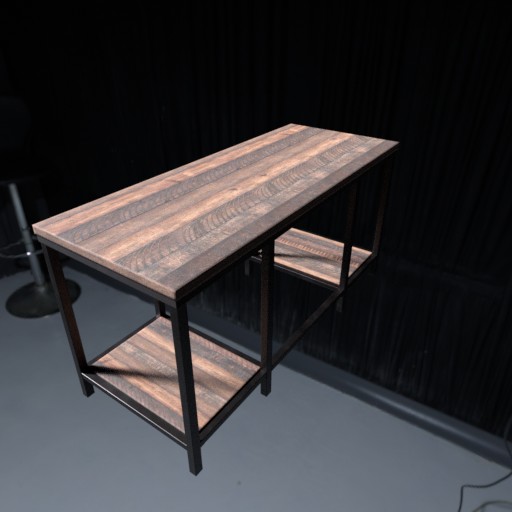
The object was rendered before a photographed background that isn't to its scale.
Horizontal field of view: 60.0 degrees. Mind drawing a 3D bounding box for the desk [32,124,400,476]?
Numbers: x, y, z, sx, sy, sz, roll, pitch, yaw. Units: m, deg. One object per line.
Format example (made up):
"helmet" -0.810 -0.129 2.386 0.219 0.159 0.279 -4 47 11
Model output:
"desk" 0.000 0.000 1.958 0.617 0.753 1.538 20 36 30
